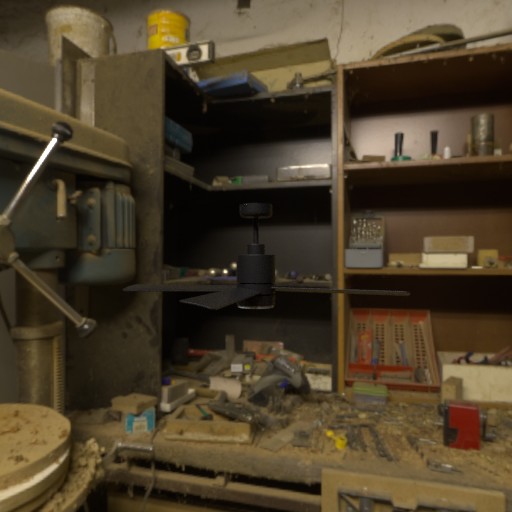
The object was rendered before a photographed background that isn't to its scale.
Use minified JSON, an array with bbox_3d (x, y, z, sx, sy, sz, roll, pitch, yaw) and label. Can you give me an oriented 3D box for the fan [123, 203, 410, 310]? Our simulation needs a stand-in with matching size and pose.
[{"bbox_3d":[0.000,0.000,2.322,1.525,0.534,1.525,0,0,17],"label":"fan"}]
